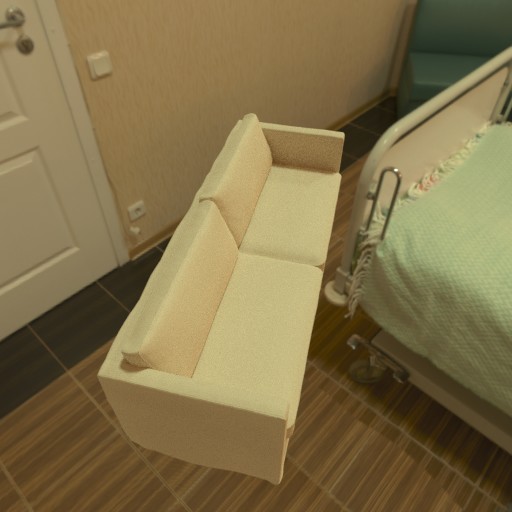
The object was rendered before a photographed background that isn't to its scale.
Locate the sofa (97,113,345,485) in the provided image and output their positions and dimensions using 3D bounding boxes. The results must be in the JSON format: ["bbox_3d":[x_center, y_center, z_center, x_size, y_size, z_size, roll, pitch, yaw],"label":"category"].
[{"bbox_3d":[0.000,0.000,3.351,1.036,0.999,2.779,10,46,10],"label":"sofa"}]
